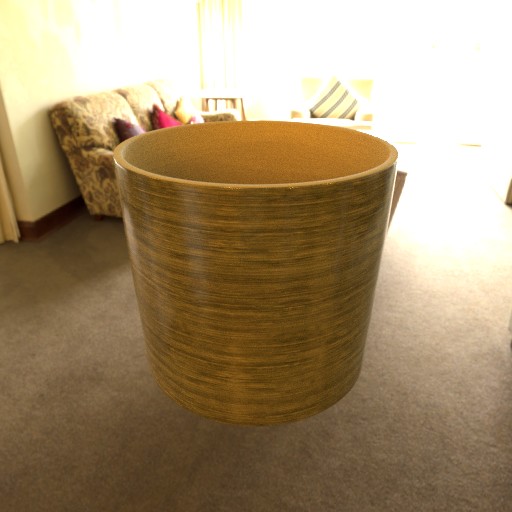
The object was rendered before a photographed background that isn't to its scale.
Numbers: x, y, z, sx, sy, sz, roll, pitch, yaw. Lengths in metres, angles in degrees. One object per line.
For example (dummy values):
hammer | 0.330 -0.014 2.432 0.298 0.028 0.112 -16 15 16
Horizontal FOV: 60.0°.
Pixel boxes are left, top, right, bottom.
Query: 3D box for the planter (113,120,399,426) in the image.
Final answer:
planter | 0.000 0.000 0.402 0.221 0.201 0.221 0 27 0
